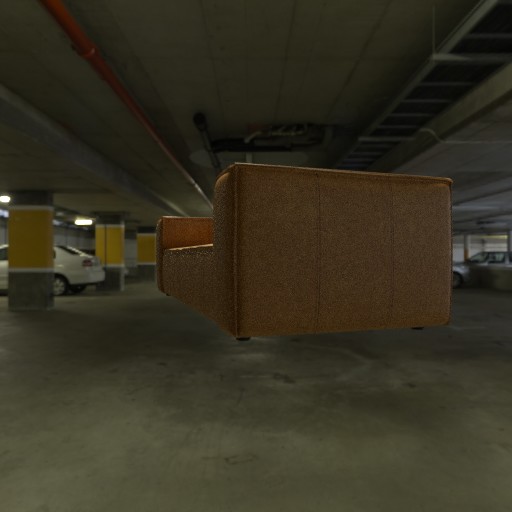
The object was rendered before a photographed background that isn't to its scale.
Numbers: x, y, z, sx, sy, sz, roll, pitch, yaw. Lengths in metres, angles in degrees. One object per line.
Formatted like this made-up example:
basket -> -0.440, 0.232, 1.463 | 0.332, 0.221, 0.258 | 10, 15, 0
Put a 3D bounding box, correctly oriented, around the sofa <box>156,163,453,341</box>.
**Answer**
sofa -> 0.000, 0.000, 3.022 | 1.102, 0.701, 2.581 | 0, 0, -19
